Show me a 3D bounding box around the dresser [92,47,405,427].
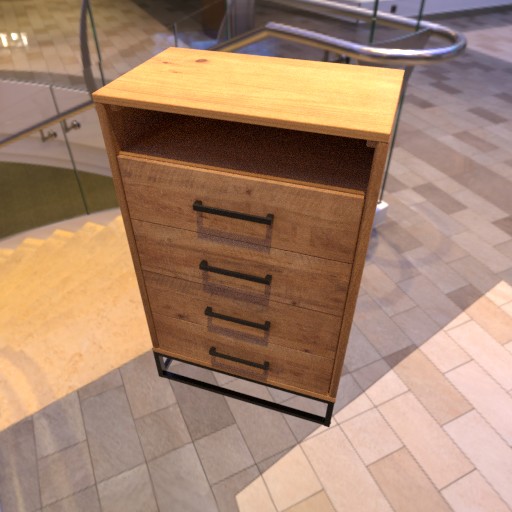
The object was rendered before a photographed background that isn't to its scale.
[{"bbox_3d":[0.000,0.000,1.610,0.761,1.240,0.479,12,42,14],"label":"dresser"}]
